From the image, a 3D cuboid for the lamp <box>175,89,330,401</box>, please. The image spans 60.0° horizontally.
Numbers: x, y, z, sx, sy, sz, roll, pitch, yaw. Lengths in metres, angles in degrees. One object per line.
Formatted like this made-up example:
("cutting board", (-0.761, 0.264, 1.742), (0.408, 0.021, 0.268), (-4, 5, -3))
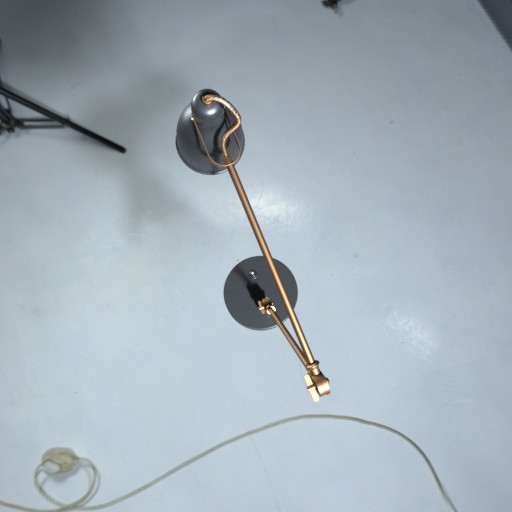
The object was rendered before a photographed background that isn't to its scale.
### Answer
("lamp", (0.000, 0.000, 0.869), (0.187, 0.587, 0.561), (-23, 77, -6))
